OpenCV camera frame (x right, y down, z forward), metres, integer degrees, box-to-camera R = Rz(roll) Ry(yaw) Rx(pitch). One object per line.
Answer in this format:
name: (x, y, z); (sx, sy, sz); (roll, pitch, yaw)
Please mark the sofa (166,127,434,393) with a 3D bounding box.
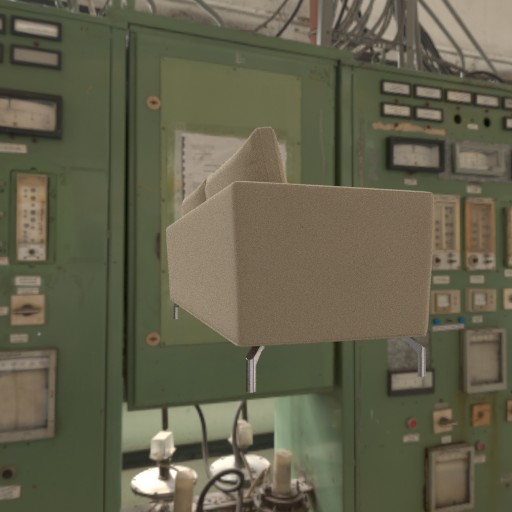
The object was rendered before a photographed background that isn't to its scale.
sofa: (0.000, 0.000, 2.716); (0.868, 1.005, 2.214); (0, -1, -17)
